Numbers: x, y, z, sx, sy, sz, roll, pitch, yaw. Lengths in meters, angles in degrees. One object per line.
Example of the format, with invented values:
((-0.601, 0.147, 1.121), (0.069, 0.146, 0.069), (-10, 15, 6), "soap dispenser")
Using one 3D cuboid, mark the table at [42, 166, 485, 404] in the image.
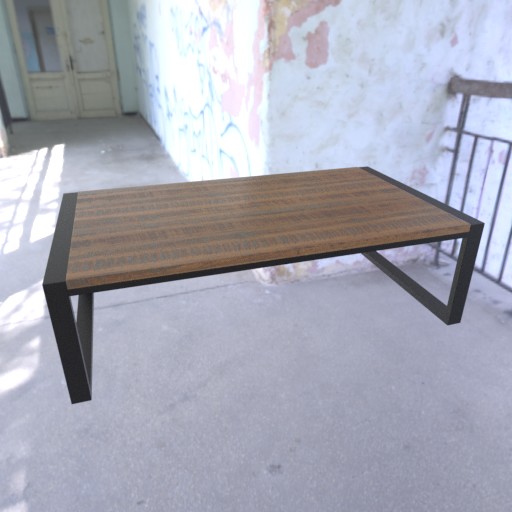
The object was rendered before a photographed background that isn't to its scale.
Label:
((0.000, 0.000, 1.690), (1.350, 0.400, 0.750), (-8, 27, -16), "table")
